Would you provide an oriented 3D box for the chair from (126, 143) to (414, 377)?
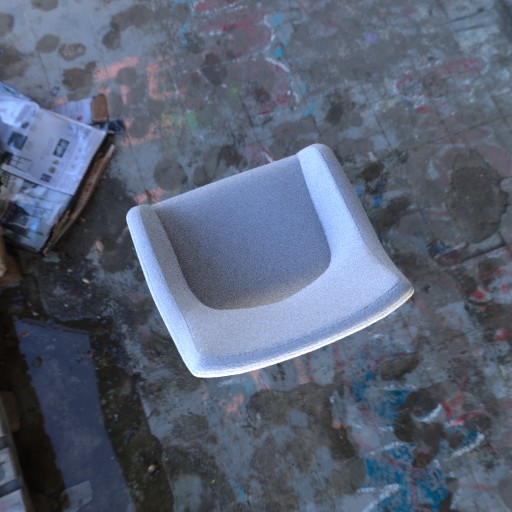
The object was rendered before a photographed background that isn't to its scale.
[{"bbox_3d":[0.000,0.000,1.282,0.609,0.889,0.600,-20,77,-5],"label":"chair"}]
